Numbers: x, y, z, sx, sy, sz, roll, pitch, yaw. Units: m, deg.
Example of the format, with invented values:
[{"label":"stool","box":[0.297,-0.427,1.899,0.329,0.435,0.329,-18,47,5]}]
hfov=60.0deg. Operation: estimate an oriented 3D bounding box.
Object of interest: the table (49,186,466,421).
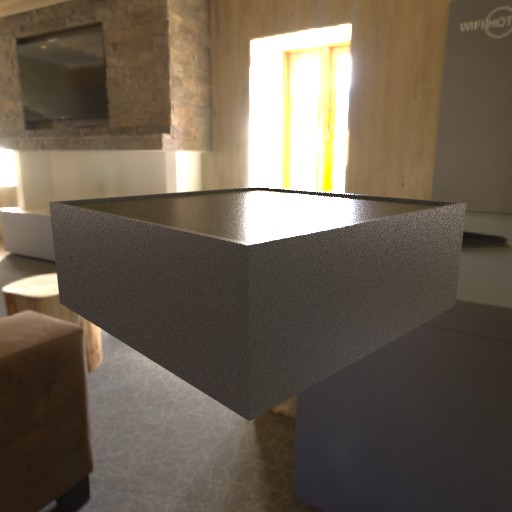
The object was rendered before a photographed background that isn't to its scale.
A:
[{"label":"table","box":[0.000,0.000,1.237,0.801,0.299,0.801,-12,18,-42]}]
